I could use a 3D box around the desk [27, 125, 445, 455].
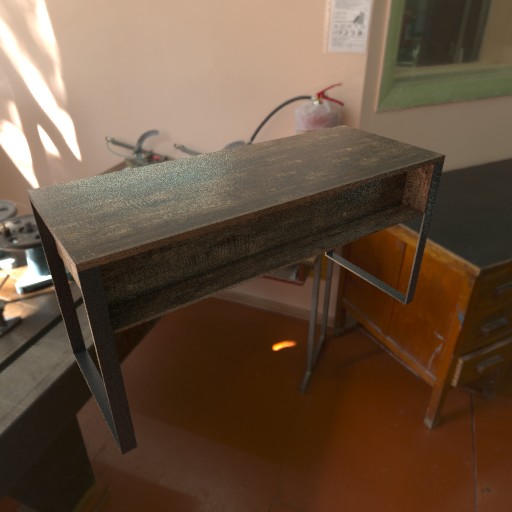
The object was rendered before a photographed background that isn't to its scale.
[{"bbox_3d":[0.000,0.000,1.896,1.524,0.762,0.599,-20,36,-29],"label":"desk"}]
